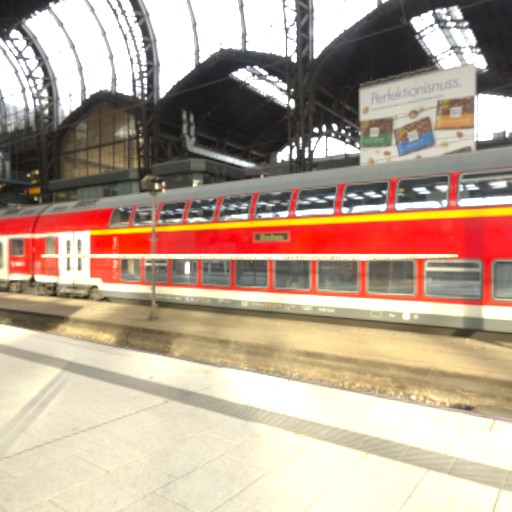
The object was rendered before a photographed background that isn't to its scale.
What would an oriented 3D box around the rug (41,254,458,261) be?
[{"bbox_3d":[0.000,0.000,4.120,3.047,0.029,2.438,0,0,35],"label":"rug"}]
